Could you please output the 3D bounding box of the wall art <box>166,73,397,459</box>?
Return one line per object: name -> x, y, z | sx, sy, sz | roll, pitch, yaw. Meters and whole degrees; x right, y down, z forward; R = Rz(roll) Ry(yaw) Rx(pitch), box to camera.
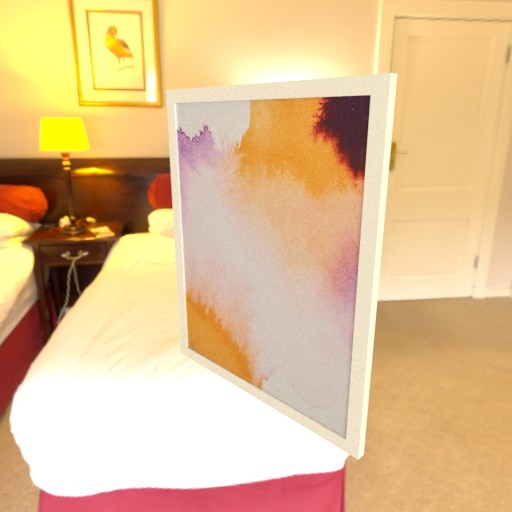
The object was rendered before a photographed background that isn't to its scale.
wall art -> 0.000, 0.000, 0.629 | 0.013, 0.456, 0.382 | -16, 24, -42
